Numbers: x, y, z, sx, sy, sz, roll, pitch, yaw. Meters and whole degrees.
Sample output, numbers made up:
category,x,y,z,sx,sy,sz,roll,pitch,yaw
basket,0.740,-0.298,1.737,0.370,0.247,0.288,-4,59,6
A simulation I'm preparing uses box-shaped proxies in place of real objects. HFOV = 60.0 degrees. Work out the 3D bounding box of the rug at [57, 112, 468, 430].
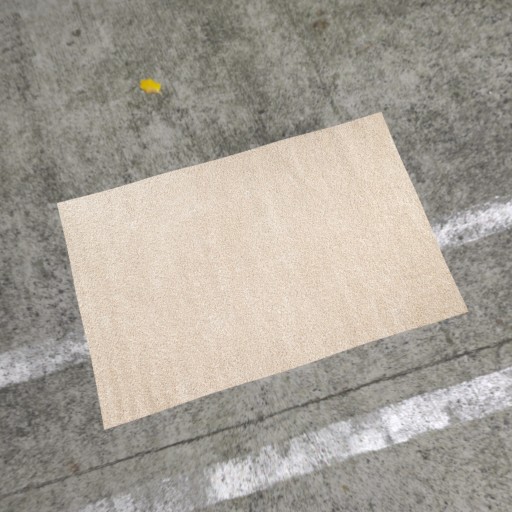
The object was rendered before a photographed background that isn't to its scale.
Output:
category,x,y,z,sx,sy,sz,roll,pitch,yaw
rug,0.000,0.000,2.903,2.346,0.025,1.500,-17,76,-4
